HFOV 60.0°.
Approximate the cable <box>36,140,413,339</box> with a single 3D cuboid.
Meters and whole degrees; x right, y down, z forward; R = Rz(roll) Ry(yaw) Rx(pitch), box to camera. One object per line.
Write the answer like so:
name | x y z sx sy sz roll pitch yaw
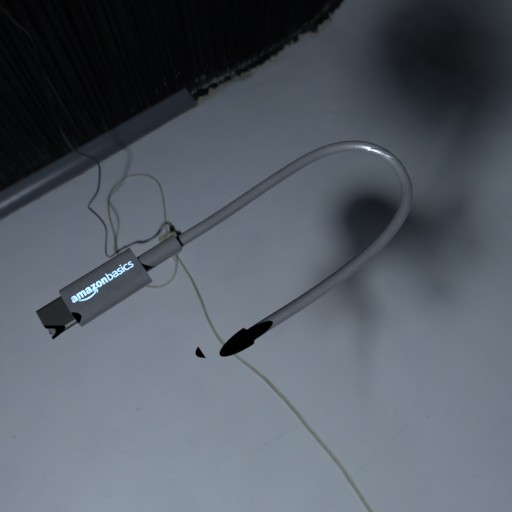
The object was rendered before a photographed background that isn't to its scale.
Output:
cable | 0.000 0.000 0.109 0.098 0.005 0.041 -34 68 -16
